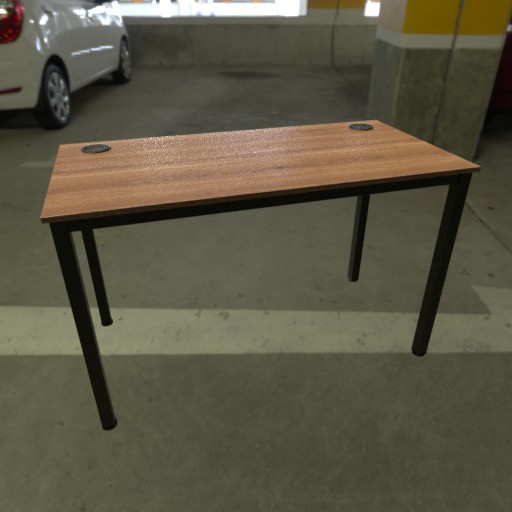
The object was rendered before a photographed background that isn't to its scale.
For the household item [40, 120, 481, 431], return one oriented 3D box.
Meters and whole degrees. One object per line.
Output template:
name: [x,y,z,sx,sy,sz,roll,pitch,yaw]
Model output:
household item: [0.000,0.000,1.584,1.200,0.750,0.600,-9,31,-15]
